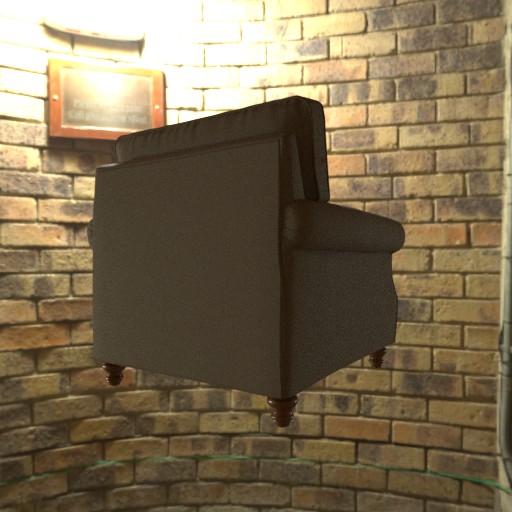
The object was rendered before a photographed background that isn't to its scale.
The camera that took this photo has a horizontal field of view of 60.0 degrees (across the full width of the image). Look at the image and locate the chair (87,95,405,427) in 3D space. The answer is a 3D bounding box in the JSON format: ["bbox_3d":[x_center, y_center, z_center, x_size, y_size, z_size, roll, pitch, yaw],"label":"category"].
[{"bbox_3d":[0.000,0.000,1.790,1.029,0.967,0.966,0,0,34],"label":"chair"}]
